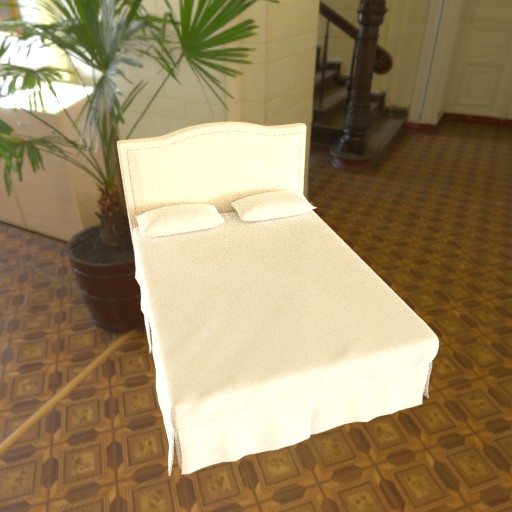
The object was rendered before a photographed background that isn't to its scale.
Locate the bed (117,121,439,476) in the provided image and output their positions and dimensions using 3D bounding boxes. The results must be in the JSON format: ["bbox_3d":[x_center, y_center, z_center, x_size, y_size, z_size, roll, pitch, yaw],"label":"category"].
[{"bbox_3d":[0.000,0.000,3.364,1.821,1.436,2.282,-10,34,-16],"label":"bed"}]
